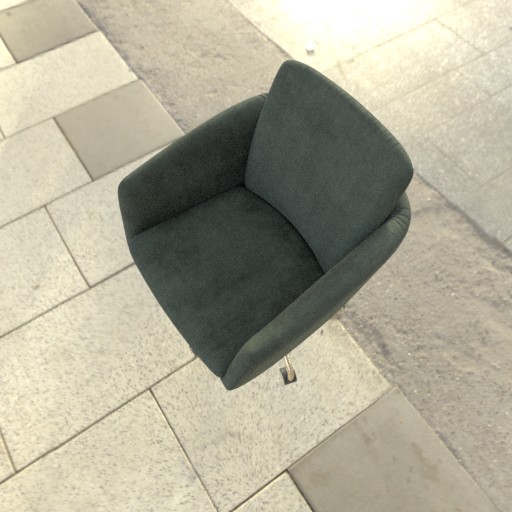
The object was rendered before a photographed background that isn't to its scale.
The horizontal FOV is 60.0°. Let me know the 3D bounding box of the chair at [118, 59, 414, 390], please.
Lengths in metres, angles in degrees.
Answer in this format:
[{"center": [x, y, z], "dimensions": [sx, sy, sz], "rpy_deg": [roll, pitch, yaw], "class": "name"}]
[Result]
[{"center": [0.000, 0.000, 1.344], "dimensions": [0.635, 0.908, 0.641], "rpy_deg": [-33, 67, -16], "class": "chair"}]
